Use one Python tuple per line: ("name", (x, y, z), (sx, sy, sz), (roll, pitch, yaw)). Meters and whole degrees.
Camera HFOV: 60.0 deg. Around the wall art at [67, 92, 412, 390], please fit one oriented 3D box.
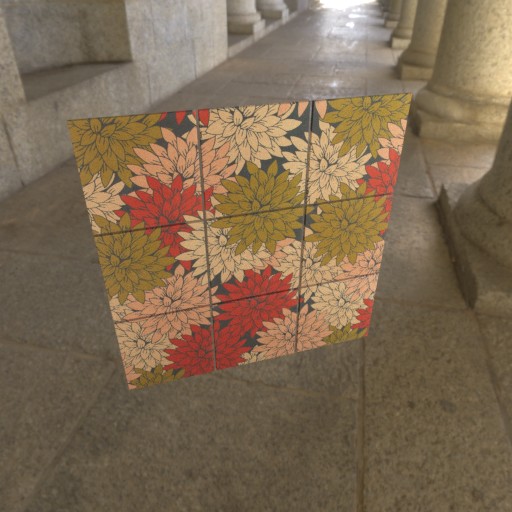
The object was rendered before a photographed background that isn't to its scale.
("wall art", (0.000, 0.000, 1.375), (0.904, 0.913, 0.013), (-10, 34, -14))
